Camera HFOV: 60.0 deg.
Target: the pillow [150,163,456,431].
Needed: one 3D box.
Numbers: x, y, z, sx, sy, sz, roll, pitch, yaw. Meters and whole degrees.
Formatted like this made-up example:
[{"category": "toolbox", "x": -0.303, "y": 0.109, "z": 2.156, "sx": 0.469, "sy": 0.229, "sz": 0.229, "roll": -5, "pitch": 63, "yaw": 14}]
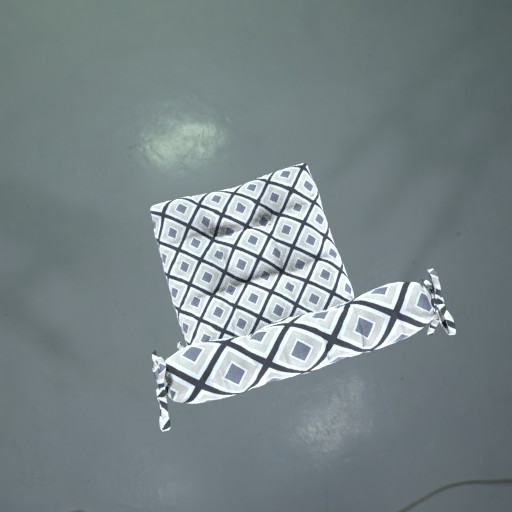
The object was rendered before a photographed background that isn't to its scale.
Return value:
[{"category": "pillow", "x": 0.000, "y": 0.000, "z": 1.006, "sx": 0.519, "sy": 0.605, "sz": 0.571, "roll": -17, "pitch": 76, "yaw": -4}]
